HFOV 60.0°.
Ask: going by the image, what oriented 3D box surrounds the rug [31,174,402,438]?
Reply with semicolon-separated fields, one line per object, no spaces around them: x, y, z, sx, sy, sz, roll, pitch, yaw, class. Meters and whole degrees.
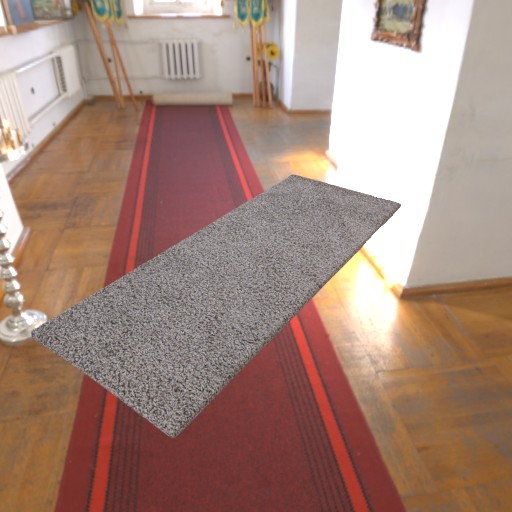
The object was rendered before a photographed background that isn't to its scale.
0.000;0.000;1.722;0.609;0.030;1.524;21;39;29;rug
